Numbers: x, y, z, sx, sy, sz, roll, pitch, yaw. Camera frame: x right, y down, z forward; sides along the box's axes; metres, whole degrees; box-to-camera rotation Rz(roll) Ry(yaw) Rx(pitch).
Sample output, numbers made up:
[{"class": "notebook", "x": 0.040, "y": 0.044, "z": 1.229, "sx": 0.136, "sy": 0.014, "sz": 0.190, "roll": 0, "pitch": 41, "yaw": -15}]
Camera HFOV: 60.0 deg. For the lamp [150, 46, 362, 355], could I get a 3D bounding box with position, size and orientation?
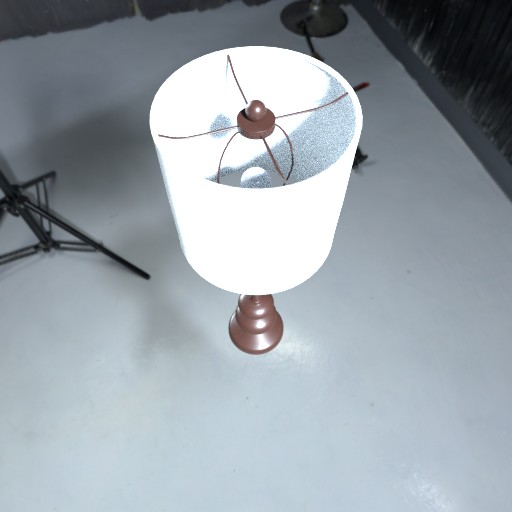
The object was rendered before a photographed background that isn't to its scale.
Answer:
[{"class": "lamp", "x": 0.000, "y": 0.000, "z": 0.814, "sx": 0.254, "sy": 0.690, "sz": 0.254, "roll": -15, "pitch": 60, "yaw": -9}]
